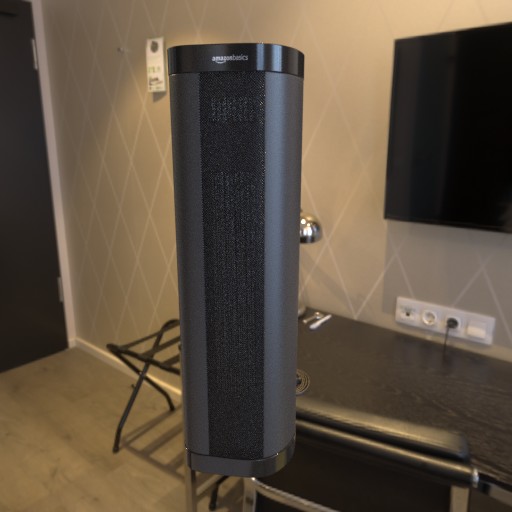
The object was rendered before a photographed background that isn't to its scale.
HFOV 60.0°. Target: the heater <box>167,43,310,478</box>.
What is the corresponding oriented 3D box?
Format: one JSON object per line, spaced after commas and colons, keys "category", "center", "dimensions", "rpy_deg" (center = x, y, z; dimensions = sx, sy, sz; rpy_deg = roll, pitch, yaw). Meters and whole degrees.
{"category": "heater", "center": [0.000, 0.000, 0.693], "dimensions": [0.174, 0.552, 0.312], "rpy_deg": [2, 14, 9]}
